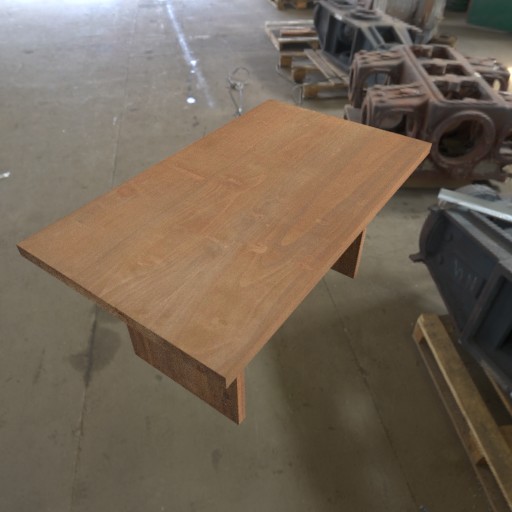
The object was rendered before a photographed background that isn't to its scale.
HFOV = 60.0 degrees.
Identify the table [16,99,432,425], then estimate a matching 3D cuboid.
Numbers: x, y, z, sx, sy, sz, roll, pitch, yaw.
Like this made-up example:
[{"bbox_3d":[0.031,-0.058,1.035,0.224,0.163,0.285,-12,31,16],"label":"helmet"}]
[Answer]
[{"bbox_3d":[0.000,0.000,2.115,0.946,0.780,1.609,25,47,26],"label":"table"}]
